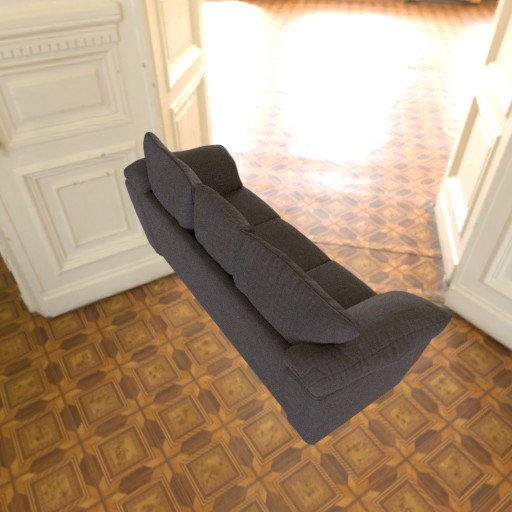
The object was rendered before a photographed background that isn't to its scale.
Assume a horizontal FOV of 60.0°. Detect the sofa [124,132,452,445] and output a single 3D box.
[{"bbox_3d":[0.000,0.000,2.934,0.883,1.080,2.336,-24,47,-25],"label":"sofa"}]
